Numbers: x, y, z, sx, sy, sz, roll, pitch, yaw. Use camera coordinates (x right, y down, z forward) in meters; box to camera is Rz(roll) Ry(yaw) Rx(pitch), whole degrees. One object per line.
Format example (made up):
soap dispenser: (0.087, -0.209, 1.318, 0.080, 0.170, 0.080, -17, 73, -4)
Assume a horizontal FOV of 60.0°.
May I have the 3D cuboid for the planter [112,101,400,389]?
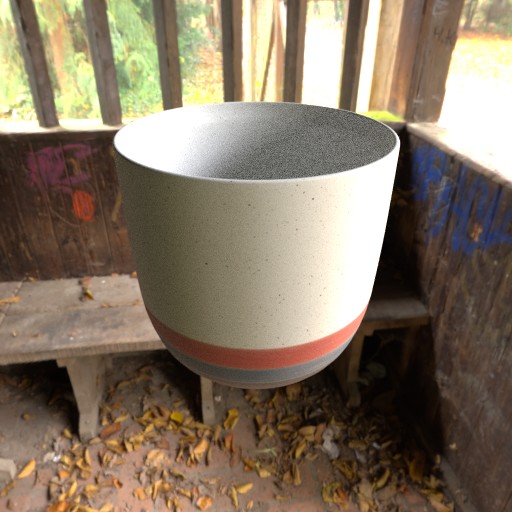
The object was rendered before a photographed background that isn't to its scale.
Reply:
planter: (0.000, 0.000, 0.380, 0.204, 0.214, 0.204, 0, 31, 0)
